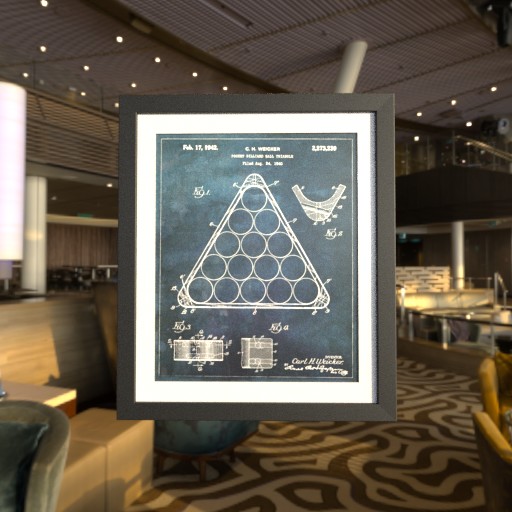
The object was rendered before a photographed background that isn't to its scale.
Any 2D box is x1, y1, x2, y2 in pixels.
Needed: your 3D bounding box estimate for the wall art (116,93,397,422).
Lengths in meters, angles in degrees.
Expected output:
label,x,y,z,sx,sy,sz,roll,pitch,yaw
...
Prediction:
label,x,y,z,sx,sy,sz,roll,pitch,yaw
wall art,0.000,0.000,0.700,0.432,0.508,0.025,0,-1,1
